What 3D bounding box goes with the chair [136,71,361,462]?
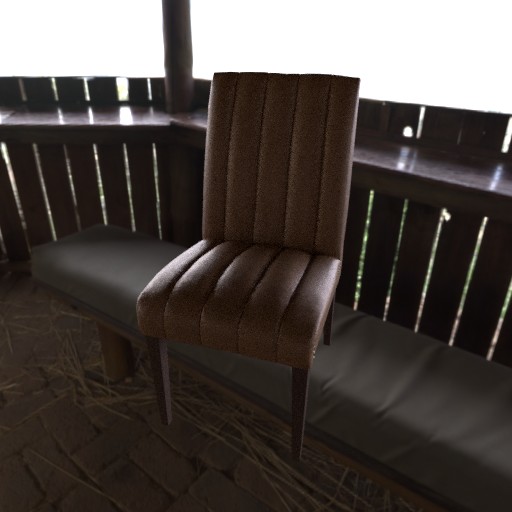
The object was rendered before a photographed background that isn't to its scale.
[{"bbox_3d":[0.000,0.000,1.377,0.511,1.016,0.647,8,28,16],"label":"chair"}]
